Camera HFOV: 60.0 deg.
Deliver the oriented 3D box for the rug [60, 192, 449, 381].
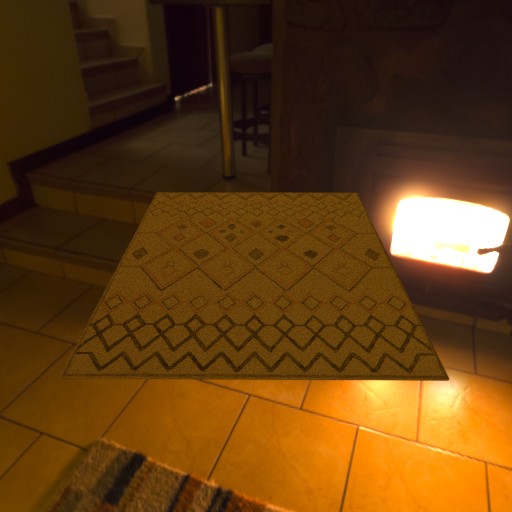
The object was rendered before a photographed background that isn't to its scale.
[{"bbox_3d":[0.000,0.000,4.084,2.441,0.016,3.050,0,30,0],"label":"rug"}]
